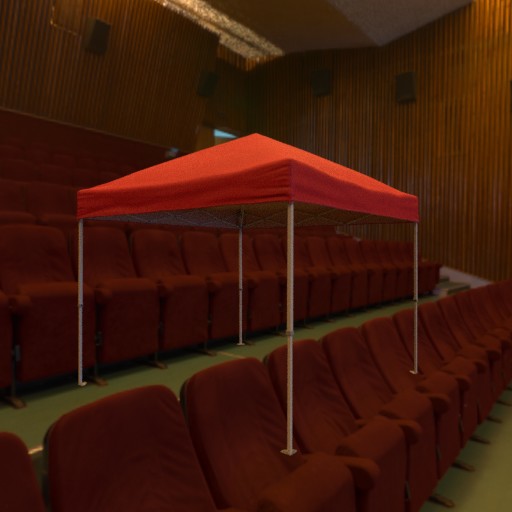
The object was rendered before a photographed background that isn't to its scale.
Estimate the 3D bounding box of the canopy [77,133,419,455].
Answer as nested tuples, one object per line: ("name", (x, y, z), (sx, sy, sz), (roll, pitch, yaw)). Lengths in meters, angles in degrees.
("canopy", (0.000, 0.000, 5.423), (2.998, 2.997, 2.996), (0, 0, 38))
